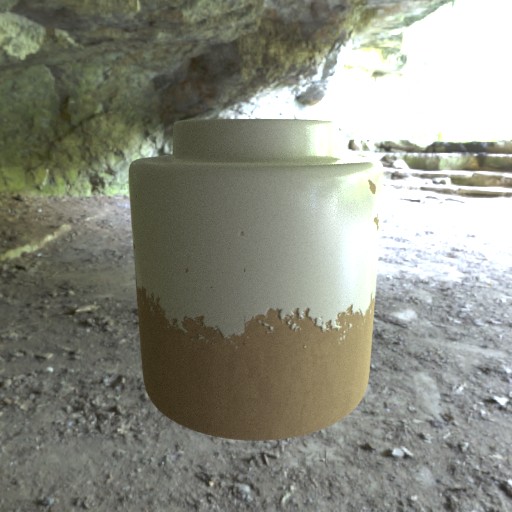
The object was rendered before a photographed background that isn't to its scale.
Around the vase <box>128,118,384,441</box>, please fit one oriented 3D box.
[{"bbox_3d":[0.000,0.000,0.288,0.153,0.167,0.153,0,15,0],"label":"vase"}]
